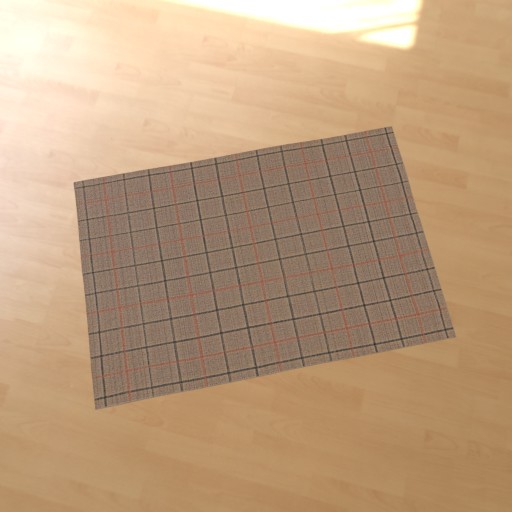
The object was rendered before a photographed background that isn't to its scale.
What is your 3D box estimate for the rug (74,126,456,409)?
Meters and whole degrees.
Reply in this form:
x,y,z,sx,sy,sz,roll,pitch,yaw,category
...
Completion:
x,y,z,sx,sy,sz,roll,pitch,yaw,category
0.000,0.000,2.352,1.829,0.013,1.220,-11,75,-3,rug
